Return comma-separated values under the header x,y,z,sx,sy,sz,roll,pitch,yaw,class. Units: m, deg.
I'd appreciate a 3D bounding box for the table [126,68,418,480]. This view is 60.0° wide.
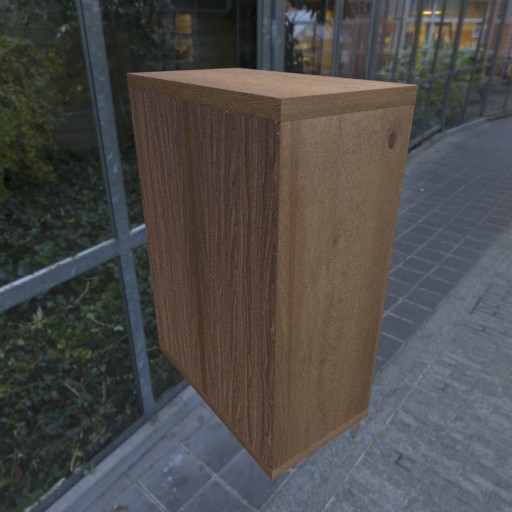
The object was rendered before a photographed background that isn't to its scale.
x,y,z,sx,sy,sz,roll,pitch,yaw,class
0.000,0.000,1.732,0.524,1.294,0.901,-18,32,-32,table
